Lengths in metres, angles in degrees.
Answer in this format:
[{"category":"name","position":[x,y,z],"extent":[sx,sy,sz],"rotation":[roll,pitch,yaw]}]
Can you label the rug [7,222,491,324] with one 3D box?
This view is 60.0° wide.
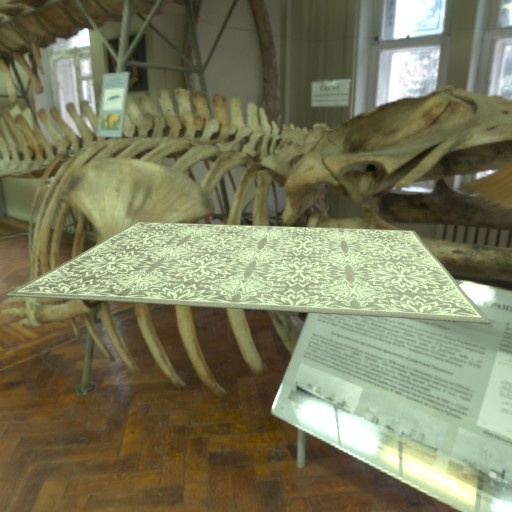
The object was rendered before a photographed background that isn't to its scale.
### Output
[{"category":"rug","position":[0.000,0.000,2.759],"extent":[2.213,0.014,1.608],"rotation":[2,17,8]}]
